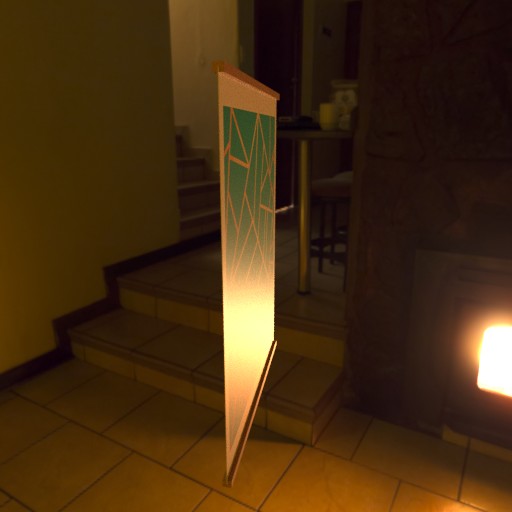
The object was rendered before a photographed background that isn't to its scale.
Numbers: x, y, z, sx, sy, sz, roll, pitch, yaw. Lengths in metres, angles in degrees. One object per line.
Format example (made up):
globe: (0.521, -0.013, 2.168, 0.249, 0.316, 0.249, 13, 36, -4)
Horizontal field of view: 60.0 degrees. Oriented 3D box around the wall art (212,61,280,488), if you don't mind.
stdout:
wall art: (0.000, 0.000, 0.695, 0.012, 0.508, 0.405, 3, 16, 10)
